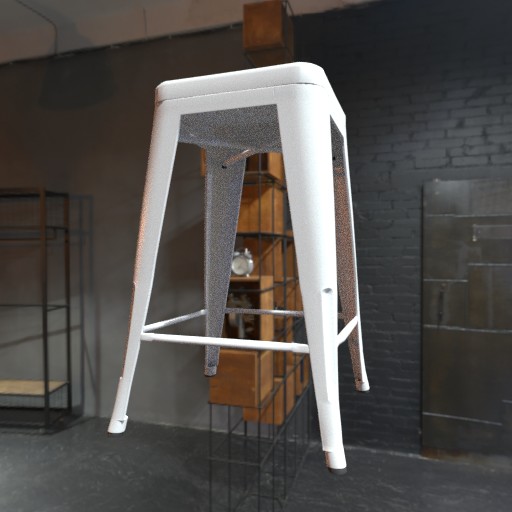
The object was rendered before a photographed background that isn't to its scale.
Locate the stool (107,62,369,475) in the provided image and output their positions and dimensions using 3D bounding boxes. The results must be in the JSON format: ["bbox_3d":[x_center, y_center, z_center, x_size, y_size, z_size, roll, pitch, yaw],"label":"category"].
[{"bbox_3d":[0.000,0.000,0.875,0.406,0.610,0.406,0,1,19],"label":"stool"}]
